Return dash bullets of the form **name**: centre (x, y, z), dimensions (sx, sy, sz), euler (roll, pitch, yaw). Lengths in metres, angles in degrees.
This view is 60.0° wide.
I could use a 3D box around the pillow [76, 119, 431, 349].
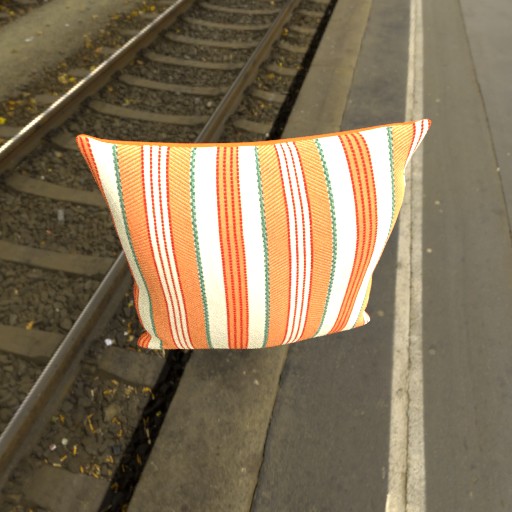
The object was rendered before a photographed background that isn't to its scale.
- **pillow**: centre (0.000, 0.000, 0.680), dimensions (0.440, 0.441, 0.182), euler (-5, 46, -5)
